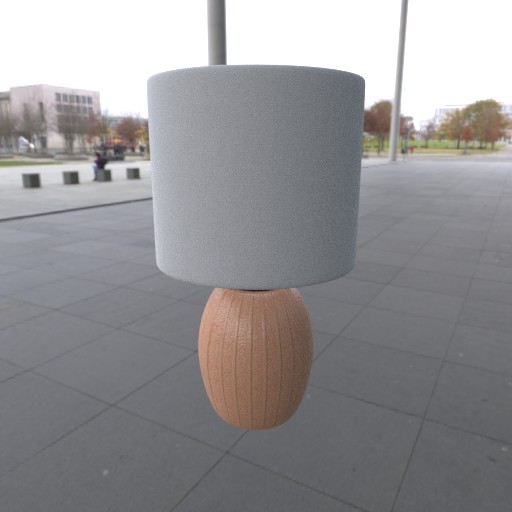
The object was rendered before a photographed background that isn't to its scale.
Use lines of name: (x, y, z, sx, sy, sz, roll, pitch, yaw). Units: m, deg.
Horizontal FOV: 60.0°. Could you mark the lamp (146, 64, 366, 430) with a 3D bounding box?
lamp: (0.000, 0.000, 0.747, 0.329, 0.570, 0.329, 0, 14, 0)
